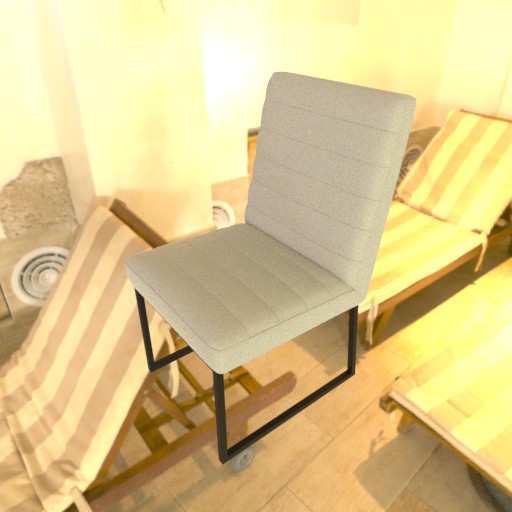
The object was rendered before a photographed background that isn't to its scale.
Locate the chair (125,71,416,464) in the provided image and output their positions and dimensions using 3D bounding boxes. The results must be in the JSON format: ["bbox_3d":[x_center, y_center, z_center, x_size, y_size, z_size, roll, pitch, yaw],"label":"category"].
[{"bbox_3d":[0.000,0.000,1.319,0.634,0.930,0.520,-22,37,-32],"label":"chair"}]
